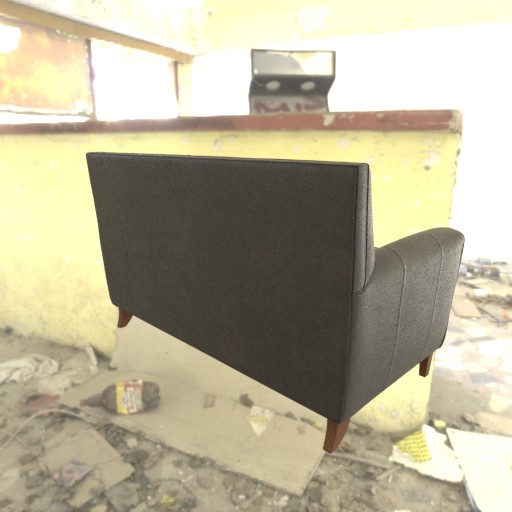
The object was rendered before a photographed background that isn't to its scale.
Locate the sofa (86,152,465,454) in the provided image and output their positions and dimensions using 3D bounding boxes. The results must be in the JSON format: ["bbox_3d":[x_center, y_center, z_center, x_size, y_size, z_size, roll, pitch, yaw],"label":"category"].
[{"bbox_3d":[0.000,0.000,1.924,0.787,0.871,1.473,-14,20,-43],"label":"sofa"}]
